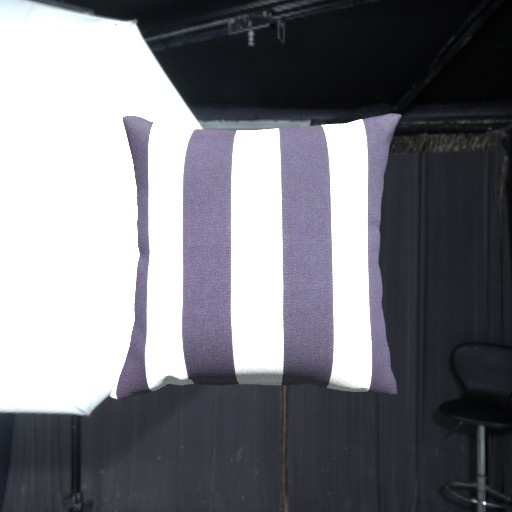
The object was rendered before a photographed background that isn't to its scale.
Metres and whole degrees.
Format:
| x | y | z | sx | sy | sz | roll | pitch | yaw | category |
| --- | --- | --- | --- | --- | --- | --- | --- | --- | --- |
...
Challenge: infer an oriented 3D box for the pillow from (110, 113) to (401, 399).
| x | y | z | sx | sy | sz | roll | pitch | yaw | category |
| --- | --- | --- | --- | --- | --- | --- | --- | --- | --- |
| 0.000 | 0.000 | 0.823 | 0.536 | 0.526 | 0.189 | 0 | -2 | 1 | pillow |
